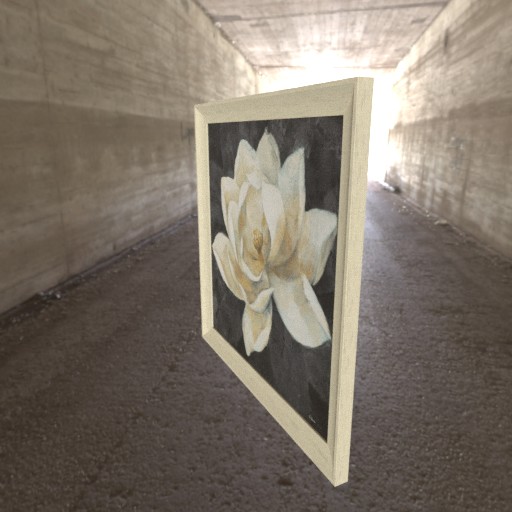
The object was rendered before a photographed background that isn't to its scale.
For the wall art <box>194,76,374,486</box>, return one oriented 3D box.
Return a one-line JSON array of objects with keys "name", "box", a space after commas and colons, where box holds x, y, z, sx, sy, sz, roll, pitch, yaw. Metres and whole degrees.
[{"name": "wall art", "box": [0.000, 0.000, 1.488, 0.045, 1.016, 1.016, -8, 17, -26]}]
